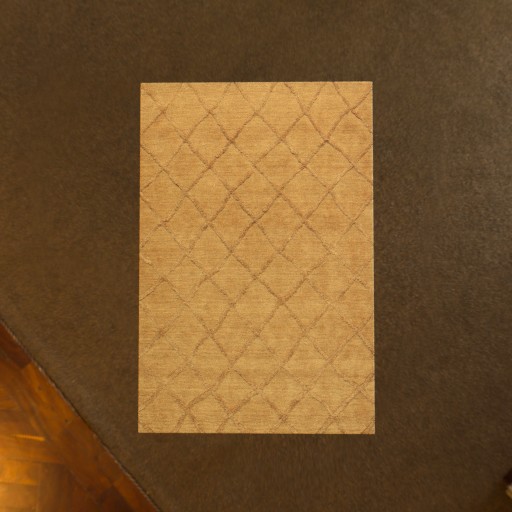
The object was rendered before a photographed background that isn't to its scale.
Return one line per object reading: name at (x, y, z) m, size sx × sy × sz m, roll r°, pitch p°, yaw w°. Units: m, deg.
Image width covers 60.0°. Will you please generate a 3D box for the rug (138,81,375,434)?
rug at (0.000, 0.000, 2.896) m, size 1.528 × 0.014 × 2.292 m, roll 0°, pitch 88°, yaw 1°
